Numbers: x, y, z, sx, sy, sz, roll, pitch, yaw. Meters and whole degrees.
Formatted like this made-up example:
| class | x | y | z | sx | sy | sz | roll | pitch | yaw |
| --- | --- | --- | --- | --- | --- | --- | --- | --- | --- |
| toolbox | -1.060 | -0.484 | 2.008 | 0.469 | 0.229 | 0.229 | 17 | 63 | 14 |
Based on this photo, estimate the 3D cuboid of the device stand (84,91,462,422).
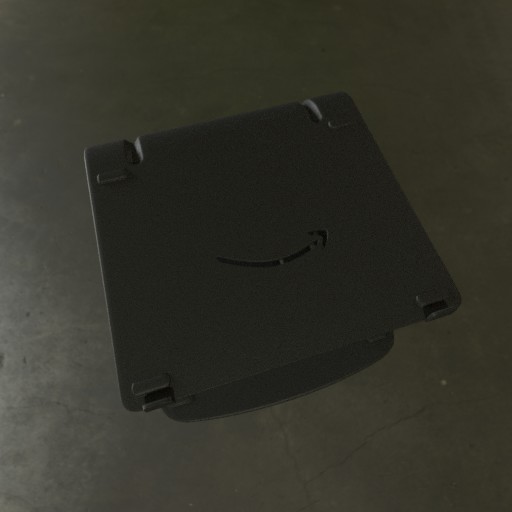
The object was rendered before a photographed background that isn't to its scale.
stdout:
| class | x | y | z | sx | sy | sz | roll | pitch | yaw |
| --- | --- | --- | --- | --- | --- | --- | --- | --- | --- |
| device stand | 0.000 | 0.000 | 0.402 | 0.256 | 0.155 | 0.236 | -15 | 60 | -9 |
